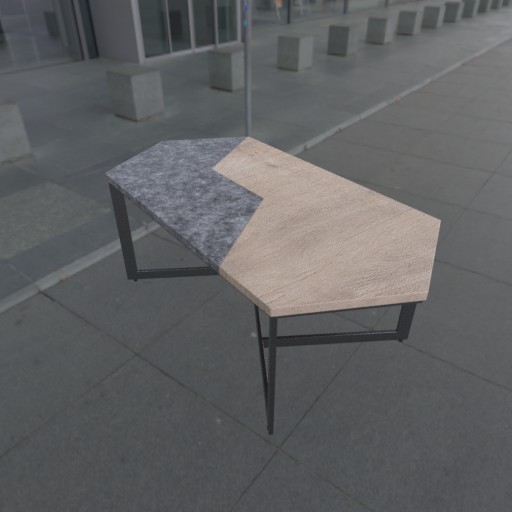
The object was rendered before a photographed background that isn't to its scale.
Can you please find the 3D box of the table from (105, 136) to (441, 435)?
[{"bbox_3d":[0.000,0.000,1.489,0.609,0.457,1.219,-23,40,-31],"label":"table"}]
